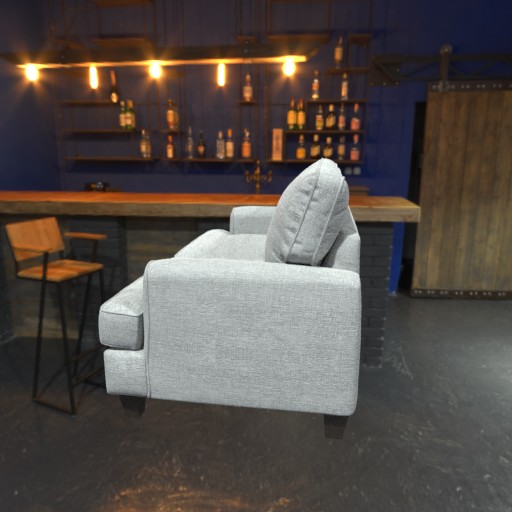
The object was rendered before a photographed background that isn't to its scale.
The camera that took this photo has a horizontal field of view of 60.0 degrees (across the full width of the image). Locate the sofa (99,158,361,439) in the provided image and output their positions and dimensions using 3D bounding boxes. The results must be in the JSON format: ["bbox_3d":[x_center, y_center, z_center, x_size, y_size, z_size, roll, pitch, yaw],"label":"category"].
[{"bbox_3d":[0.000,0.000,2.295,0.965,0.965,1.651,2,14,9],"label":"sofa"}]
